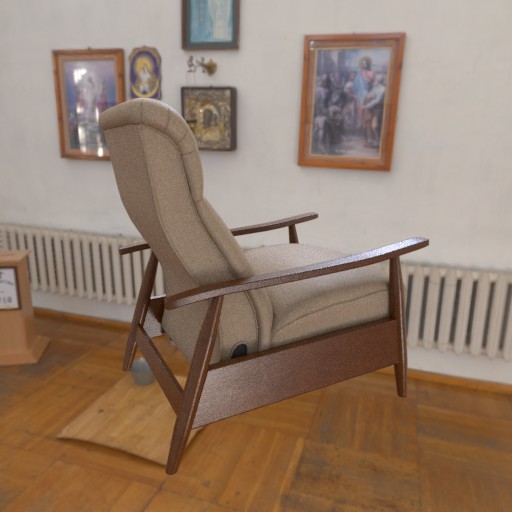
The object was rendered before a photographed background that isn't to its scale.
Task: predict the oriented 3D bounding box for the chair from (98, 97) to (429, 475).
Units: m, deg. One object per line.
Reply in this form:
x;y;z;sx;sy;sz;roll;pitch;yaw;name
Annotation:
0.000;0.000;1.719;1.030;1.082;0.762;-7;16;-26;chair
